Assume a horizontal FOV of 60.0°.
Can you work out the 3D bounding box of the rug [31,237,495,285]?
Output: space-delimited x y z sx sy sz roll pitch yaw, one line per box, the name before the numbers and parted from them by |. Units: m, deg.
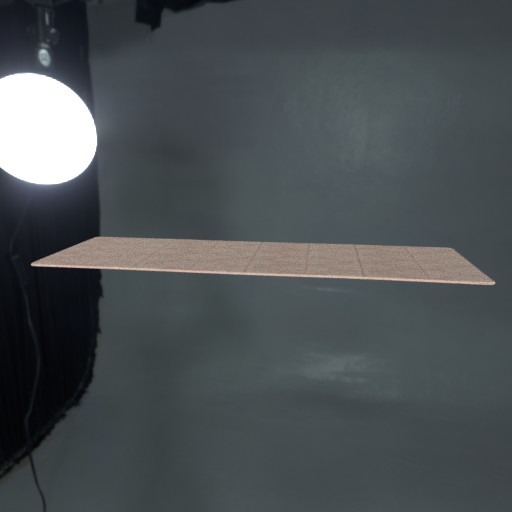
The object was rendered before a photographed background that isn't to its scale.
rug | 0.000 0.000 2.651 2.435 0.015 0.760 2 14 8
